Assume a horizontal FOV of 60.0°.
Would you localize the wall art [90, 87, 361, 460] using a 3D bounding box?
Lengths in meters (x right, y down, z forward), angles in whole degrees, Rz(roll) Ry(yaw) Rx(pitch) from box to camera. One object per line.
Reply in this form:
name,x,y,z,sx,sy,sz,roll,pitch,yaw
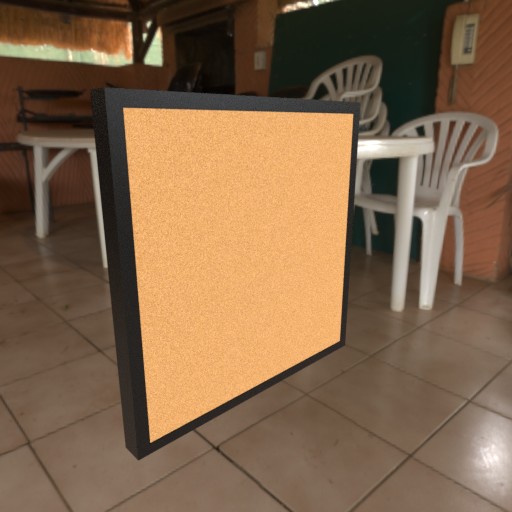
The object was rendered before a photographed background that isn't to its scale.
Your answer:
wall art,0.000,0.000,0.749,0.506,0.506,0.038,-15,22,-41
